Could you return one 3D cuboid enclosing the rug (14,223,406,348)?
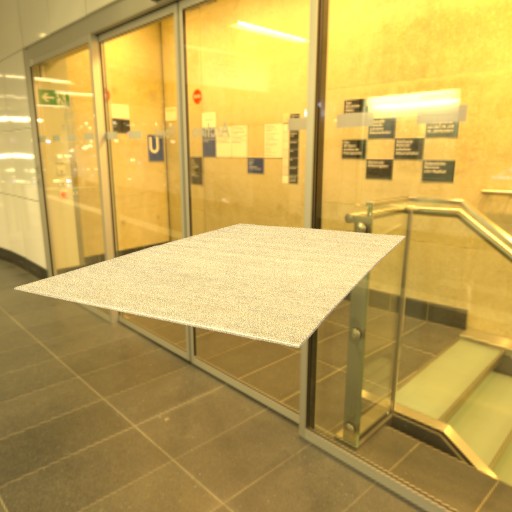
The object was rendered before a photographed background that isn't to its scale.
[{"bbox_3d":[0.000,0.000,2.234,1.179,0.022,1.820,7,15,26],"label":"rug"}]
